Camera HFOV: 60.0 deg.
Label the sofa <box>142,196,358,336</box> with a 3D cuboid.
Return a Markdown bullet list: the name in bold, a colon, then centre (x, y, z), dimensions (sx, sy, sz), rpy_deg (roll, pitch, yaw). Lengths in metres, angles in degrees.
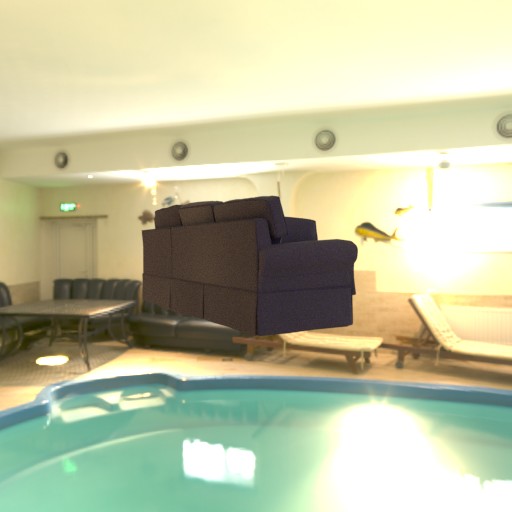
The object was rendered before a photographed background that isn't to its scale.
- **sofa**: centre (0.000, 0.000, 5.125), dimensions (2.874, 1.169, 3.773), rpy_deg (0, 1, -1)
